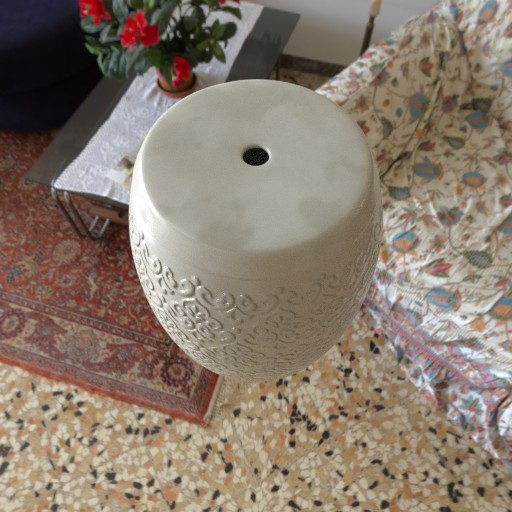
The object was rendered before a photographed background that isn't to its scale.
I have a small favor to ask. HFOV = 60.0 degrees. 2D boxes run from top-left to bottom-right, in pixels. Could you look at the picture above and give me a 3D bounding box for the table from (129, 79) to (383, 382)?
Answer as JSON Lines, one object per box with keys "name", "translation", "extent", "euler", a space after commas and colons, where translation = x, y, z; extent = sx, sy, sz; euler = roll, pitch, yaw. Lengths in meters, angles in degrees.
{"name": "table", "translation": [0.000, 0.000, 0.607], "extent": [0.309, 0.397, 0.309], "euler": [0, 60, 0]}
